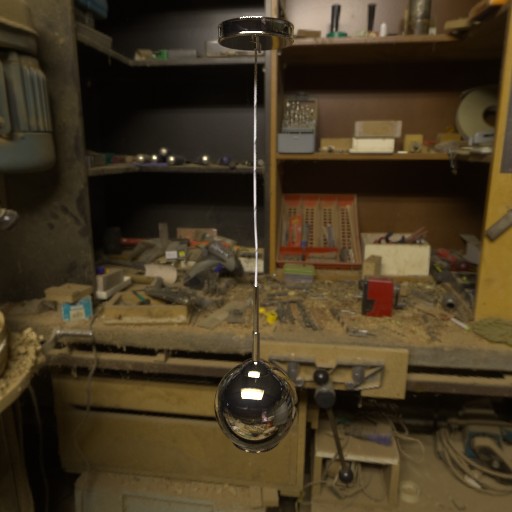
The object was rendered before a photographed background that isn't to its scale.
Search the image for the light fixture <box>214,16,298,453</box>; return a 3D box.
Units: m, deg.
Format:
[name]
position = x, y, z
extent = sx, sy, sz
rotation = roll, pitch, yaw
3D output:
[light fixture]
position = 0.000, 0.000, 1.633
extent = 0.336, 1.538, 0.336
rotation = 2, 15, 8
